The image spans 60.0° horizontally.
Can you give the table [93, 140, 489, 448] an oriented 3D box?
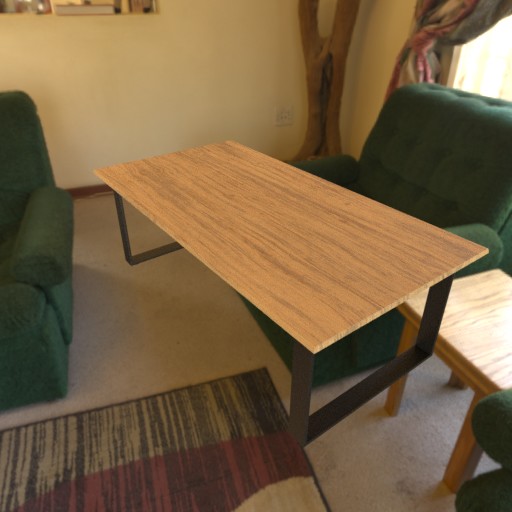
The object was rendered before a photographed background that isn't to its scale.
[{"bbox_3d":[0.000,0.000,1.673,0.693,0.445,1.331,-21,37,-31],"label":"table"}]
